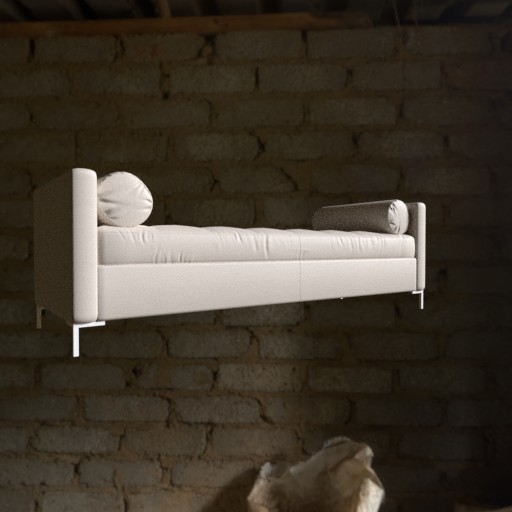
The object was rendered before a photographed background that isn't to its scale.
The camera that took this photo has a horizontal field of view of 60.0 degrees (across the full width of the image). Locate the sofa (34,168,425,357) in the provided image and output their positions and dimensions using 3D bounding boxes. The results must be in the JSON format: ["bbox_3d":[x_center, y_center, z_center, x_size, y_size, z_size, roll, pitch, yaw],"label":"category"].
[{"bbox_3d":[0.000,0.000,2.300,1.981,0.635,0.686,-1,1,-36],"label":"sofa"}]
